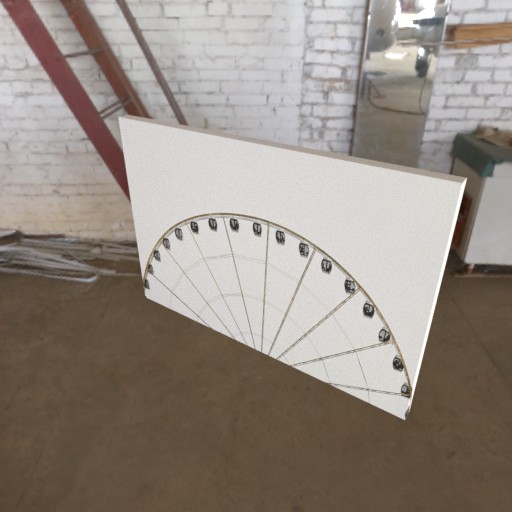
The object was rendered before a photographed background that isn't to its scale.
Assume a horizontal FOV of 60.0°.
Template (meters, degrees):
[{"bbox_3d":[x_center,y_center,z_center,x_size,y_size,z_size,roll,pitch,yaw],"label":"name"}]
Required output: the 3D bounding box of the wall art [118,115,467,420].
[{"bbox_3d":[0.000,0.000,1.153,0.898,0.601,0.038,19,35,30],"label":"wall art"}]
